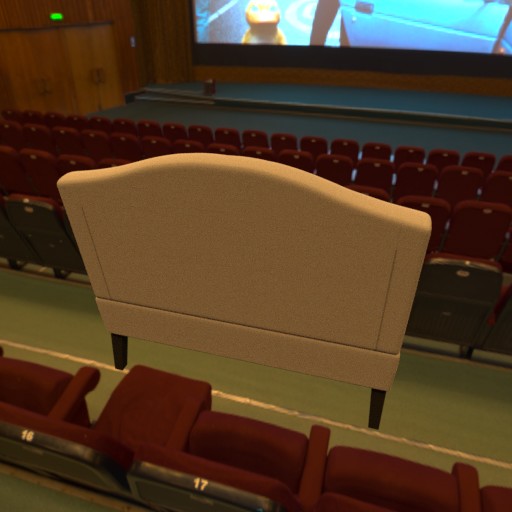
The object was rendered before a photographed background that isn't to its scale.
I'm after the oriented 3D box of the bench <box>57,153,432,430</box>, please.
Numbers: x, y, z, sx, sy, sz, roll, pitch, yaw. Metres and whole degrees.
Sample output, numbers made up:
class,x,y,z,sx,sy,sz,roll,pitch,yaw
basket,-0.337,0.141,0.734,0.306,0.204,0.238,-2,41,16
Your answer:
class,x,y,z,sx,sy,sz,roll,pitch,yaw
bench,0.000,0.000,2.032,1.335,1.180,0.815,9,33,14
